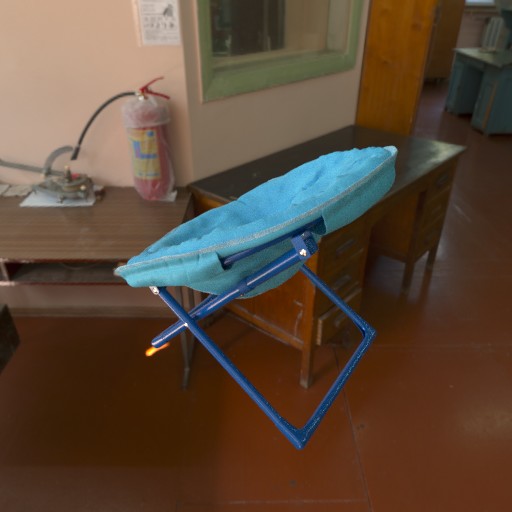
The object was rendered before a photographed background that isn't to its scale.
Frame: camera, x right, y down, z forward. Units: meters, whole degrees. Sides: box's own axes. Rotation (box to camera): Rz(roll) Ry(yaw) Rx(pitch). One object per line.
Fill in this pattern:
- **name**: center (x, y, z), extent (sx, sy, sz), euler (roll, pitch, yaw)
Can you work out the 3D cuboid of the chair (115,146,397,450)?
- **chair**: center (0.000, 0.000, 0.879), extent (0.465, 0.478, 0.520), euler (19, 36, 28)
